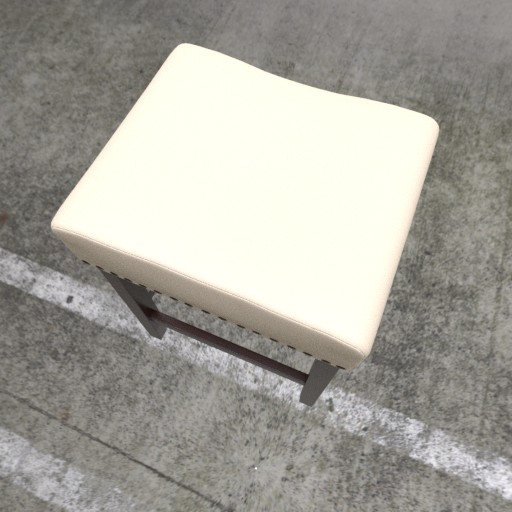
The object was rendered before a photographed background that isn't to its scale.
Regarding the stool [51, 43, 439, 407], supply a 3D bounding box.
[{"bbox_3d":[0.000,0.000,0.912,0.471,0.609,0.401,21,66,10],"label":"stool"}]
